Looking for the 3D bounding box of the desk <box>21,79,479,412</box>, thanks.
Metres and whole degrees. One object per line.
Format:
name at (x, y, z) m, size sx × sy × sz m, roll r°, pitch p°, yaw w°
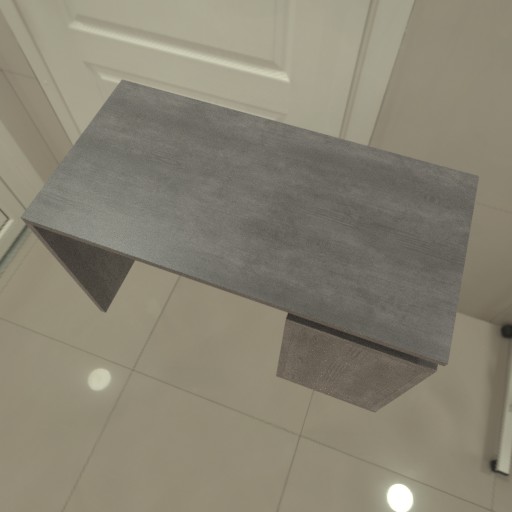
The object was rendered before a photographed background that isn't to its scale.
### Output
desk at (0.000, 0.000, 1.615) m, size 1.200 × 0.740 × 0.600 m, roll 18°, pitch 63°, yaw 9°
